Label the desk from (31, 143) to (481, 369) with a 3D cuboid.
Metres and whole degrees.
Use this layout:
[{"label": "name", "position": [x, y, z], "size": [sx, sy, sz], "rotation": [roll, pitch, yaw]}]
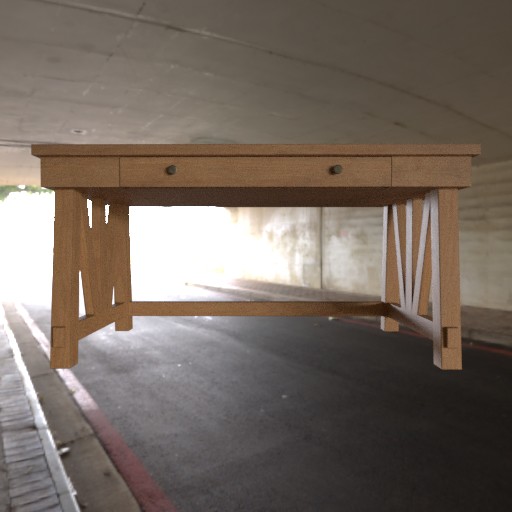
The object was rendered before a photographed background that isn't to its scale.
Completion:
[{"label": "desk", "position": [0.000, 0.000, 1.890], "size": [1.499, 0.762, 0.813], "rotation": [0, 1, 0]}]
